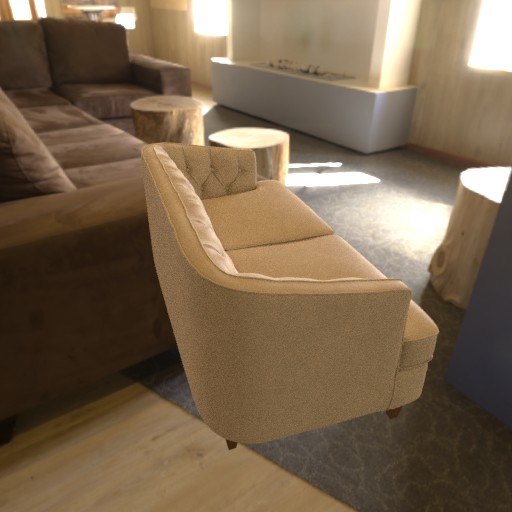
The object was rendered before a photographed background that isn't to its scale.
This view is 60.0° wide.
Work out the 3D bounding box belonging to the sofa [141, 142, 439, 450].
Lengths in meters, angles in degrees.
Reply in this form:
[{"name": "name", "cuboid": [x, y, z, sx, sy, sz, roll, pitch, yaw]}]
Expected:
[{"name": "sofa", "cuboid": [0.000, 0.000, 2.264, 0.940, 0.878, 1.731, -10, 32, -16]}]
